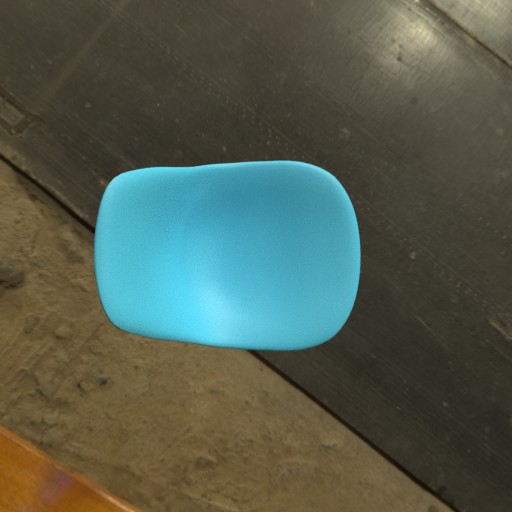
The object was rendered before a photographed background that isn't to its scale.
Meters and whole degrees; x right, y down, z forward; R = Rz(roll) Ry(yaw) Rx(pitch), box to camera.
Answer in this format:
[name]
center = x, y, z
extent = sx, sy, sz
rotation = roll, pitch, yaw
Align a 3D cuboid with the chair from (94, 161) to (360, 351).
[chair]
center = 0.000, 0.000, 1.129
extent = 0.531, 0.826, 0.470
rotation = 0, 89, -1
